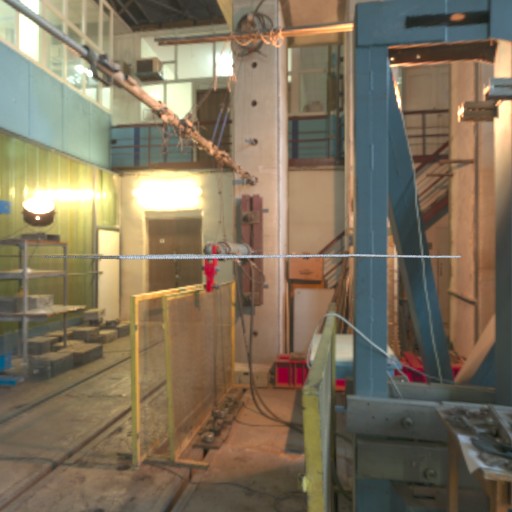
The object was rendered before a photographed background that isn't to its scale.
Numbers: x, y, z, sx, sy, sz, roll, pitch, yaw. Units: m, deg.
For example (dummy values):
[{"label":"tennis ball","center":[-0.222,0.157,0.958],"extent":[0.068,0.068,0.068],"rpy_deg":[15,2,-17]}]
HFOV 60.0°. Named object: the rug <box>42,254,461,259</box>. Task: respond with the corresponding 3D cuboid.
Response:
[{"label":"rug","center":[0.000,0.000,2.243],"extent":[1.792,0.021,1.154],"rpy_deg":[0,0,-36]}]
